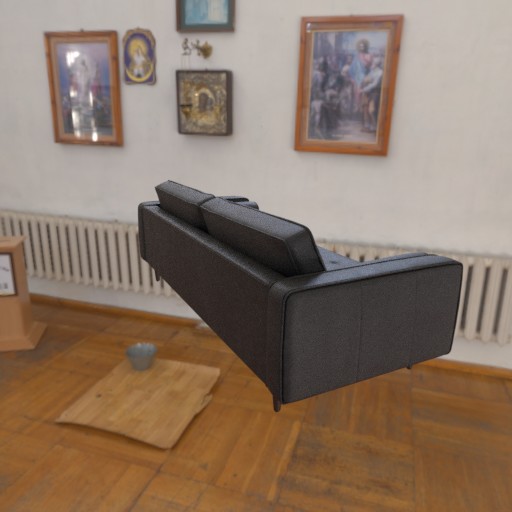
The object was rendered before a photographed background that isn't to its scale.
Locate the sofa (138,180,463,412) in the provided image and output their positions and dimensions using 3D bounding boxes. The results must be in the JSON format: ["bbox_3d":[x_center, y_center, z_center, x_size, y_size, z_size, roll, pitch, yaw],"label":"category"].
[{"bbox_3d":[0.000,0.000,2.652,0.914,0.762,2.210,-8,18,-26],"label":"sofa"}]
